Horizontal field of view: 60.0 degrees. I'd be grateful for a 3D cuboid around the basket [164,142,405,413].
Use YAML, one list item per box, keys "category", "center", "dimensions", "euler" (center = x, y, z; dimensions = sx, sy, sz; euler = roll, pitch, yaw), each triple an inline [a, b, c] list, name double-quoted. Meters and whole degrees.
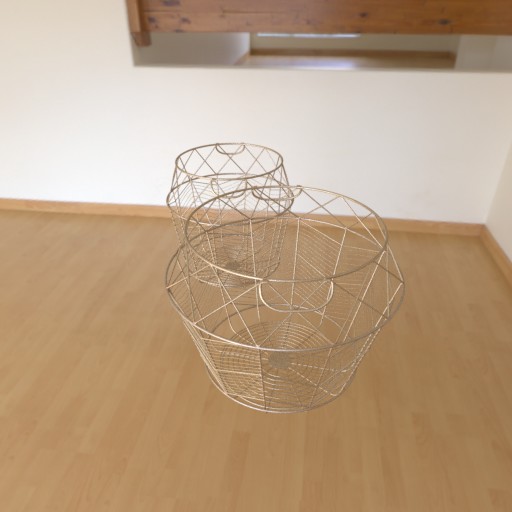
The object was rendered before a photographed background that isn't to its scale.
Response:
- category: "basket"
  center: [0.000, 0.000, 1.037]
  dimensions: [0.451, 0.343, 0.805]
  euler: [-9, 33, -15]
